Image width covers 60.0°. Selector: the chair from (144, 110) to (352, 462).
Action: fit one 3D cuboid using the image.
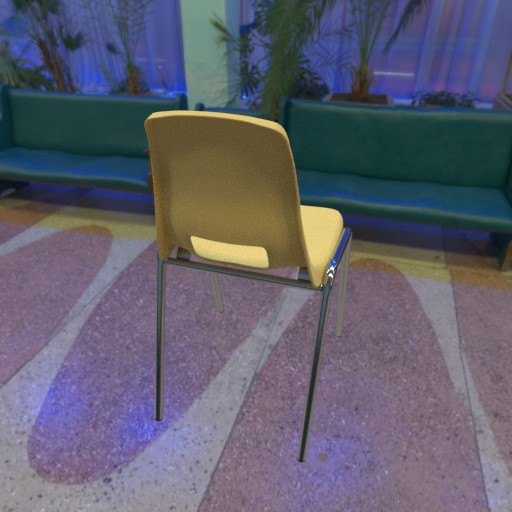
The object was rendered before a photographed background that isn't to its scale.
[{"bbox_3d":[0.000,0.000,0.967,0.381,0.704,0.436,9,32,15],"label":"chair"}]
